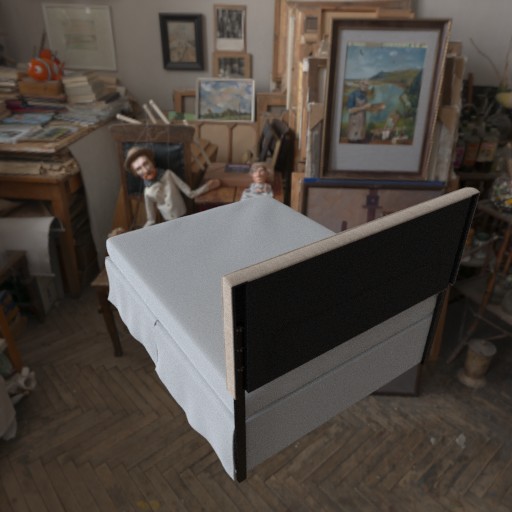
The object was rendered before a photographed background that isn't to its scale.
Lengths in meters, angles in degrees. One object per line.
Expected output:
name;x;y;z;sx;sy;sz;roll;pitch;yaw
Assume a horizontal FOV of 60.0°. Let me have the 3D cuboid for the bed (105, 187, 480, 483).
bed;0.000;0.000;3.023;1.643;1.270;1.978;-19;36;-29
